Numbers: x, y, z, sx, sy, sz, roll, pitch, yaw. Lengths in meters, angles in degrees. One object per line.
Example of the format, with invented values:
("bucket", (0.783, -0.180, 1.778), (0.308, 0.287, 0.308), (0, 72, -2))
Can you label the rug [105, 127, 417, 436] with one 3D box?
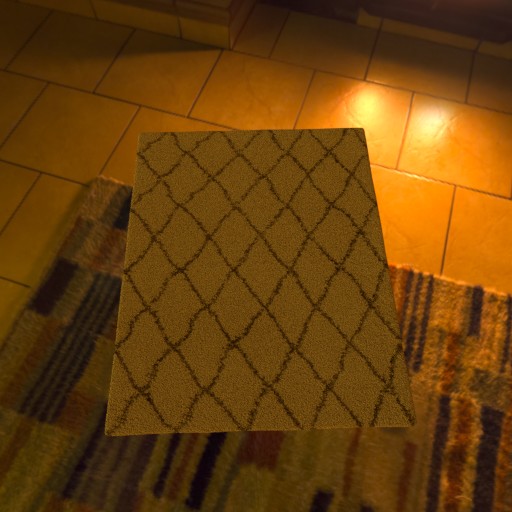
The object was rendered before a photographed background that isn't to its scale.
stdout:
("rug", (0.000, 0.000, 4.128), (2.438, 0.029, 3.047), (-1, 64, -1))
